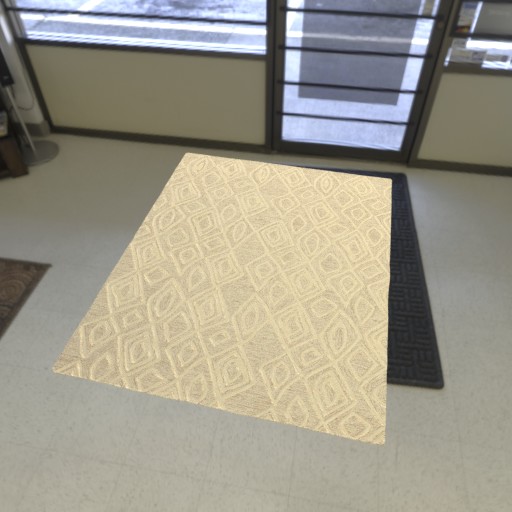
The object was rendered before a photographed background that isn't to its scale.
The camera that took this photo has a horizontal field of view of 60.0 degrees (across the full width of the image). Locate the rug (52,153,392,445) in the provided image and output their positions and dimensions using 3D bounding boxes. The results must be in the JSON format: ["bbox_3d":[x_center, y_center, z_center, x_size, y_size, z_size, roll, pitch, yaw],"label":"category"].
[{"bbox_3d":[0.000,0.000,4.144,2.449,0.025,3.049,9,46,9],"label":"rug"}]
